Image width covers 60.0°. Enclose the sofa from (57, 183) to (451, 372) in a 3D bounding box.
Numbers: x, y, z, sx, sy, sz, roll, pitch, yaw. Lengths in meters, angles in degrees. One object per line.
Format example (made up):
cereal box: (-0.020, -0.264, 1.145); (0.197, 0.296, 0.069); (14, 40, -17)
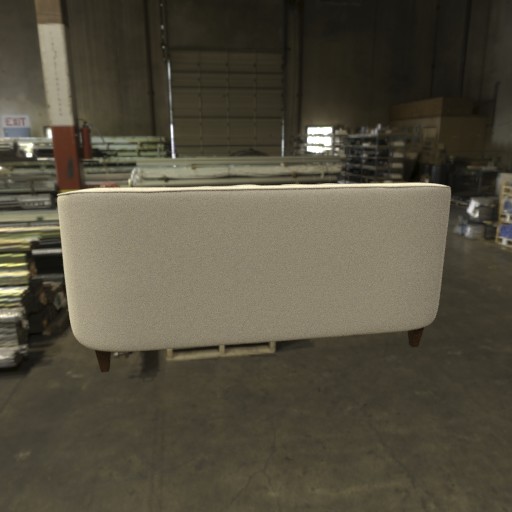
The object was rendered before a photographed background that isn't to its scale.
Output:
sofa: (0.000, 0.000, 2.254); (1.733, 0.855, 0.941); (-2, 15, -9)
